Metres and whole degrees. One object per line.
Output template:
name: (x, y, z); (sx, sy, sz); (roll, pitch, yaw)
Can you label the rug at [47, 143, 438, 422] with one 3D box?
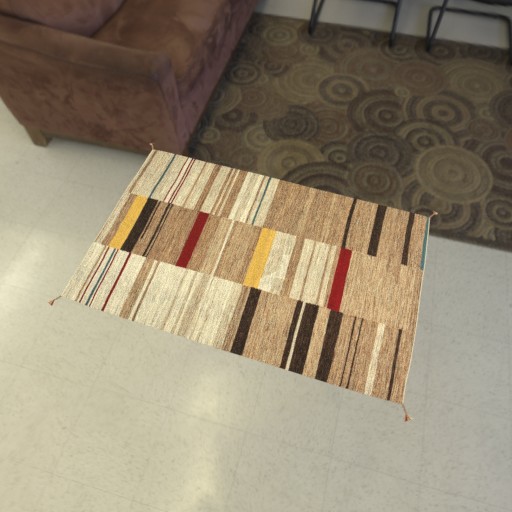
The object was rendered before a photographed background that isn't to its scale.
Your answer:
rug: (0.000, 0.000, 2.485); (1.918, 0.007, 1.268); (16, 59, 9)
